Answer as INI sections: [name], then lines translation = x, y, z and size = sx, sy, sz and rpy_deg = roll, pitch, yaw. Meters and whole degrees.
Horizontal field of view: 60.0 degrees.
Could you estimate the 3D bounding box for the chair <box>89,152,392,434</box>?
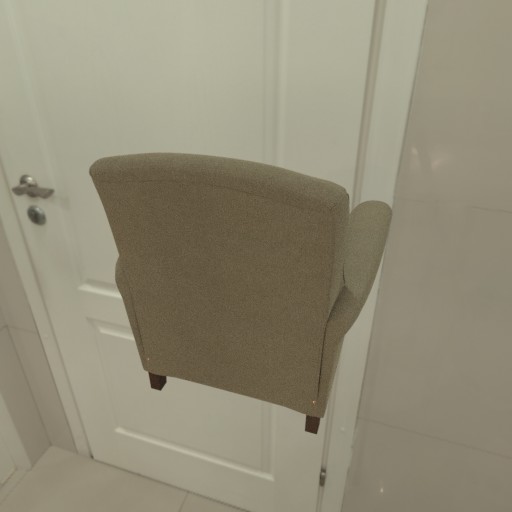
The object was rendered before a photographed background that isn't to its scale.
[chair]
translation = 0.000, 0.000, 1.771
size = 0.978, 1.061, 0.905
rpy_deg = 10, 32, 16
